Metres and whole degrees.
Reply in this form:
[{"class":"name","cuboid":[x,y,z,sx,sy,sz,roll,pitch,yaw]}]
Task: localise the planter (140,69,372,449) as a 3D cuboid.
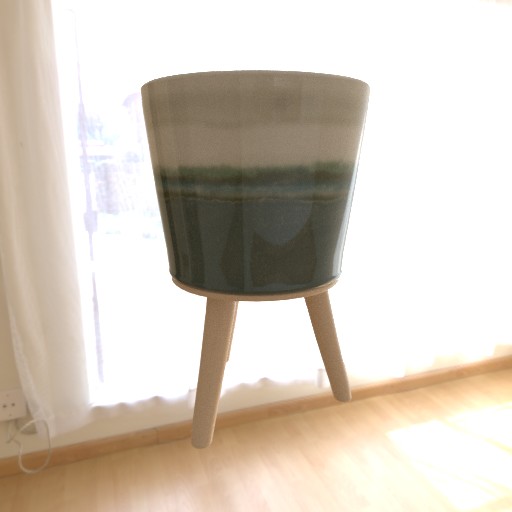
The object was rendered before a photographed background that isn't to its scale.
[{"class":"planter","cuboid":[0.000,0.000,0.464,0.217,0.331,0.217,-13,19,-43]}]
